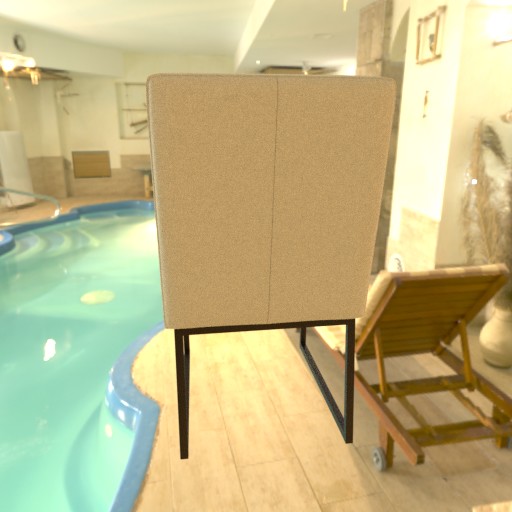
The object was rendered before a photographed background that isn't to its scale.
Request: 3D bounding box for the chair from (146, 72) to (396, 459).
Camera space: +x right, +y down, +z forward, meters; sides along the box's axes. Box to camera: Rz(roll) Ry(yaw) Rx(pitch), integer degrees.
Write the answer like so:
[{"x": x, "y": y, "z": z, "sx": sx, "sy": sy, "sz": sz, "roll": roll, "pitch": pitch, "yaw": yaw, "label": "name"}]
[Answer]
[{"x": 0.000, "y": 0.000, "z": 1.287, "sx": 0.520, "sy": 0.930, "sz": 0.634, "roll": -2, "pitch": 16, "yaw": -7, "label": "chair"}]
